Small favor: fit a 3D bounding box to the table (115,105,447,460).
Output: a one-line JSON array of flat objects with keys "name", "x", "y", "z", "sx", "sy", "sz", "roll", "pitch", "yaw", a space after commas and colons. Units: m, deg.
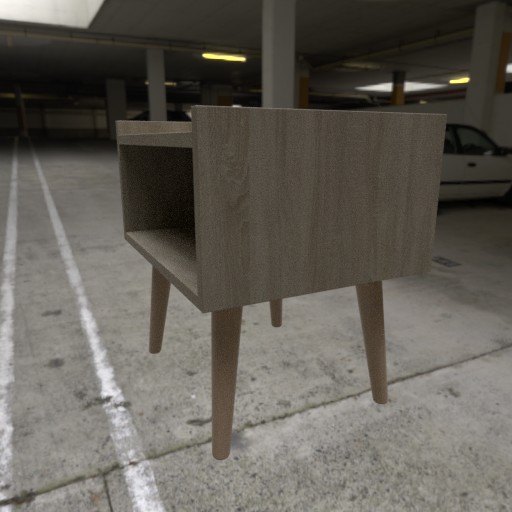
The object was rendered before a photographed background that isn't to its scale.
[{"name": "table", "x": 0.000, "y": 0.000, "z": 0.791, "sx": 0.370, "sy": 0.470, "sz": 0.450, "roll": -7, "pitch": 16, "yaw": -26}]
